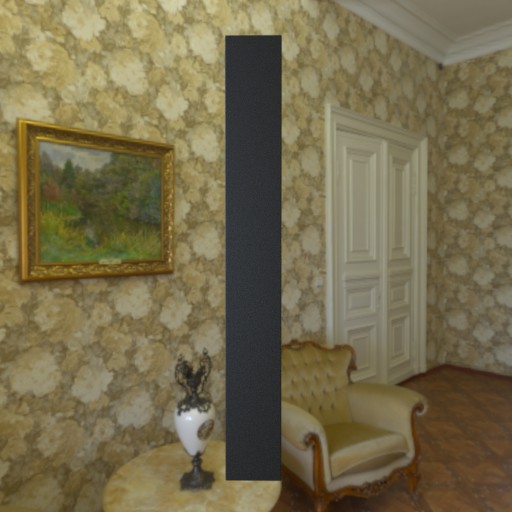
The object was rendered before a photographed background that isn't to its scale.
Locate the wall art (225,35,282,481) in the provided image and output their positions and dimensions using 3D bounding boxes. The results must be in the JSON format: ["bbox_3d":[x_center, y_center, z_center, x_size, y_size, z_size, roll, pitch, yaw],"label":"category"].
[{"bbox_3d":[0.000,0.000,0.453,0.038,0.304,0.304,0,1,1],"label":"wall art"}]
